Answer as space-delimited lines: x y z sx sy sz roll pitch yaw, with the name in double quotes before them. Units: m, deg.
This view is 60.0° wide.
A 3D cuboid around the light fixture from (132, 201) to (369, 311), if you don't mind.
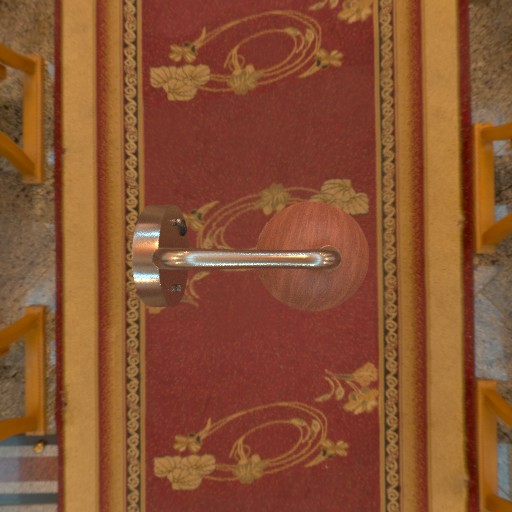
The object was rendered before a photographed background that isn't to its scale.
"light fixture" 0.000 0.000 0.456 0.216 0.343 0.108 0 91 0
